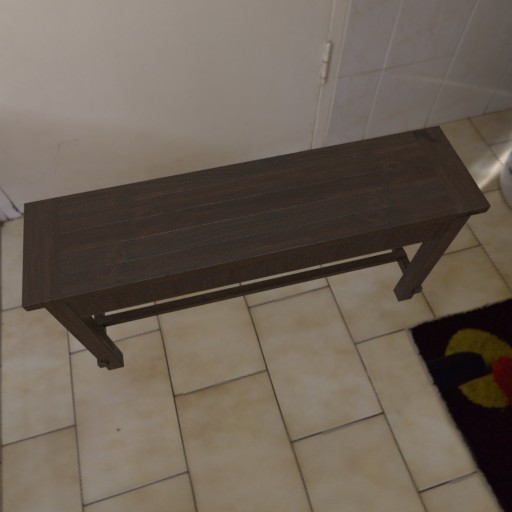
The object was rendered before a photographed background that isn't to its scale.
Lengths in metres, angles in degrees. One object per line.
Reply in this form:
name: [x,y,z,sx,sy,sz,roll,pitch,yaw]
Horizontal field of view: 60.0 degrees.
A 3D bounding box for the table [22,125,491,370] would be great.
table: [0.000,0.000,1.897,1.599,0.762,0.442,-12,60,-7]
